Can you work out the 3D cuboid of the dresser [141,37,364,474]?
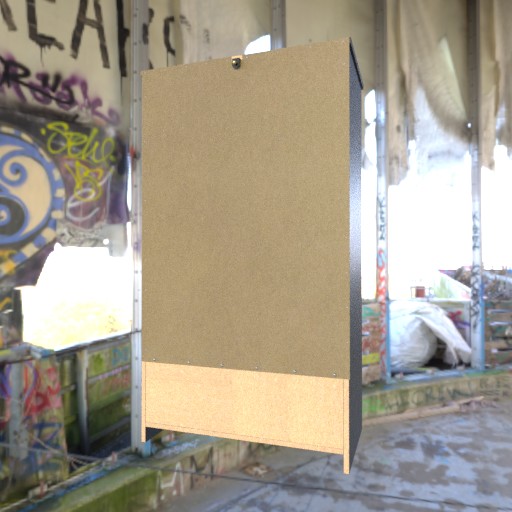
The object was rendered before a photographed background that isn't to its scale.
[{"bbox_3d":[0.000,0.000,1.556,0.704,1.254,0.418,0,-1,19],"label":"dresser"}]
